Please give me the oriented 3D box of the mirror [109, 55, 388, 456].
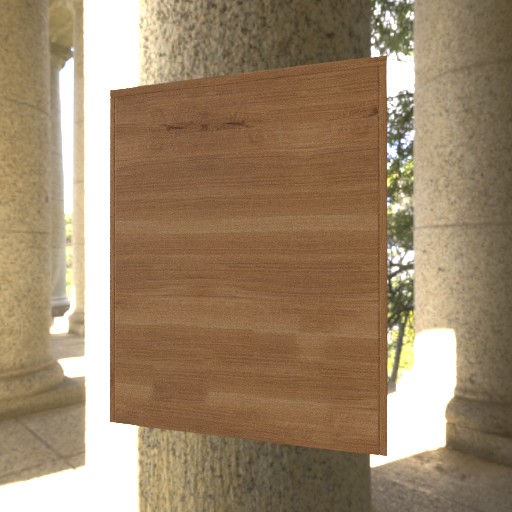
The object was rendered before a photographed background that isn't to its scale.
[{"bbox_3d":[0.000,0.000,1.407,0.800,1.000,0.400,0,0,17],"label":"mirror"}]
